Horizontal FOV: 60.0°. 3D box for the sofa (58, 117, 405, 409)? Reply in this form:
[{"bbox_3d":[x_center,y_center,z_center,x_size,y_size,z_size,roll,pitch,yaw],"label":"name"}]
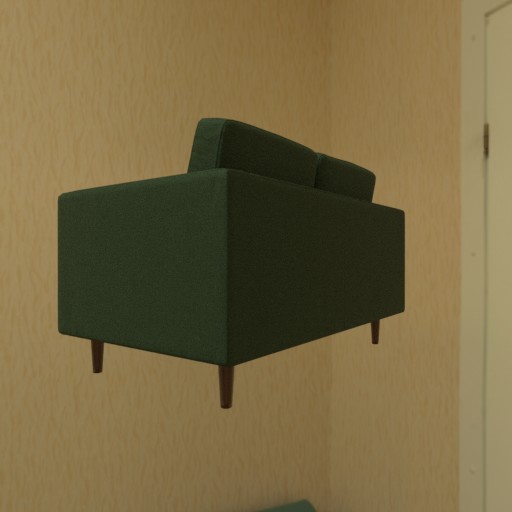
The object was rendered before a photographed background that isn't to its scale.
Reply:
[{"bbox_3d":[0.000,0.000,1.997,0.879,0.899,1.430,0,0,37],"label":"sofa"}]
